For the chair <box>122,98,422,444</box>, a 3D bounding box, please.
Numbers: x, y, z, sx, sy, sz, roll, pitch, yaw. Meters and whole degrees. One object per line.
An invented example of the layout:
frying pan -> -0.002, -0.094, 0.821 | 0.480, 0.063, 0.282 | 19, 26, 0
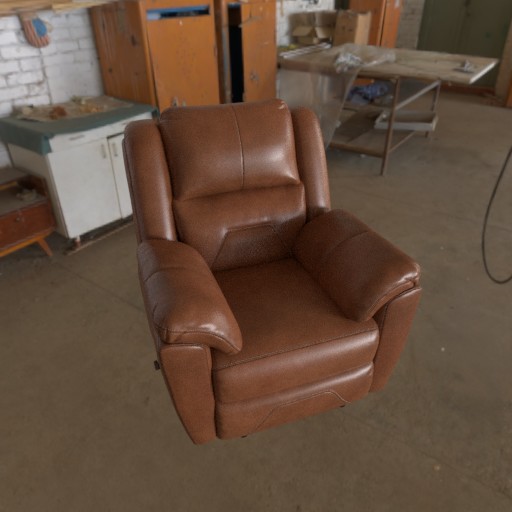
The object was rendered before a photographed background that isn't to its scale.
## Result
chair -> 0.000, 0.000, 1.889 | 0.990, 1.093, 1.041 | -11, 34, -16
